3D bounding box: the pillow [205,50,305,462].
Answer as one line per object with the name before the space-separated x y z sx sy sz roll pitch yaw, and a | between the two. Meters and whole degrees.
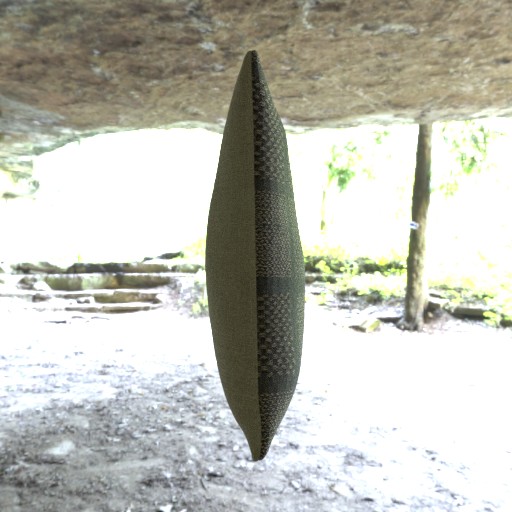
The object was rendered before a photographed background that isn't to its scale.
pillow | 0.000 0.000 0.675 0.138 0.432 0.435 0 0 0
